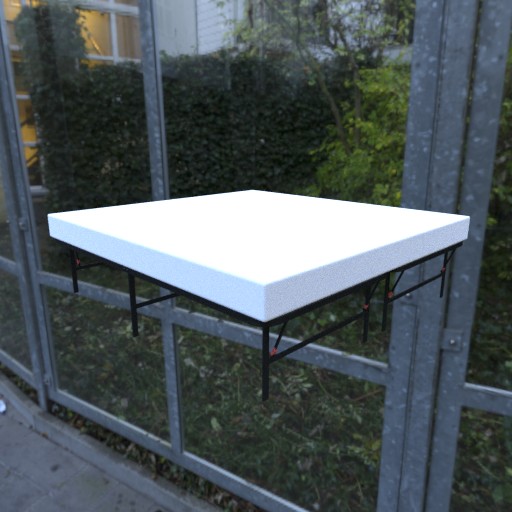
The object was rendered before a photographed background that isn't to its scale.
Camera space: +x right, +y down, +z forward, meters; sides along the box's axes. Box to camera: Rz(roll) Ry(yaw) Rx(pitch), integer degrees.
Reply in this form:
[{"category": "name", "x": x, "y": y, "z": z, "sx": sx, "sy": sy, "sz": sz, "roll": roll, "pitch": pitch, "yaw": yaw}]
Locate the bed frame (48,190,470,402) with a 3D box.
[{"category": "bed frame", "x": 0.000, "y": 0.000, "z": 3.008, "sx": 1.930, "sy": 0.559, "sz": 2.032, "roll": -15, "pitch": 21, "yaw": -43}]
